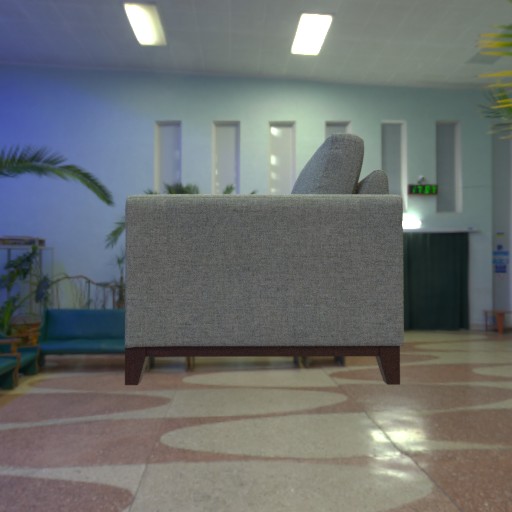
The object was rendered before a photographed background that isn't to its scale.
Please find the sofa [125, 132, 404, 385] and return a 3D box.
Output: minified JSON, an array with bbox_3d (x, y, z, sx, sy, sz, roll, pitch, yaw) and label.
[{"bbox_3d":[0.000,0.000,2.441,0.969,0.892,1.978,0,-1,0],"label":"sofa"}]
